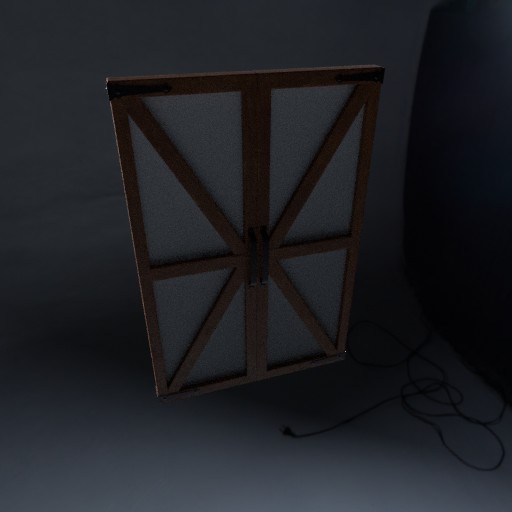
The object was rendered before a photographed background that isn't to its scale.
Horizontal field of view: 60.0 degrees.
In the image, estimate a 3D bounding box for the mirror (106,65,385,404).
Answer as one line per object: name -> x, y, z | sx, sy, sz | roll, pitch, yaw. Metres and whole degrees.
mirror -> 0.000, 0.000, 0.986 | 0.517, 0.761, 0.053 | -9, 32, -15
